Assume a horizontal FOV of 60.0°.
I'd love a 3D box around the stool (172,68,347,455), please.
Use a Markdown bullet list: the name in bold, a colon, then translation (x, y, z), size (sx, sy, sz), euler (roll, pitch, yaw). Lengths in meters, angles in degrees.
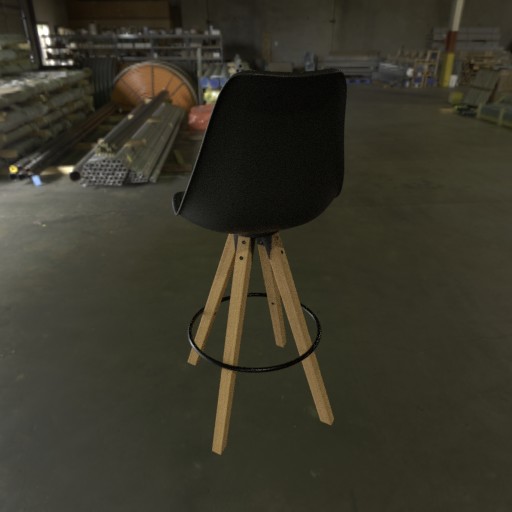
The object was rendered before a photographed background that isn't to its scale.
- **stool**: translation (0.000, 0.000, 1.394), size (0.485, 1.115, 0.550), euler (-8, 27, -16)
